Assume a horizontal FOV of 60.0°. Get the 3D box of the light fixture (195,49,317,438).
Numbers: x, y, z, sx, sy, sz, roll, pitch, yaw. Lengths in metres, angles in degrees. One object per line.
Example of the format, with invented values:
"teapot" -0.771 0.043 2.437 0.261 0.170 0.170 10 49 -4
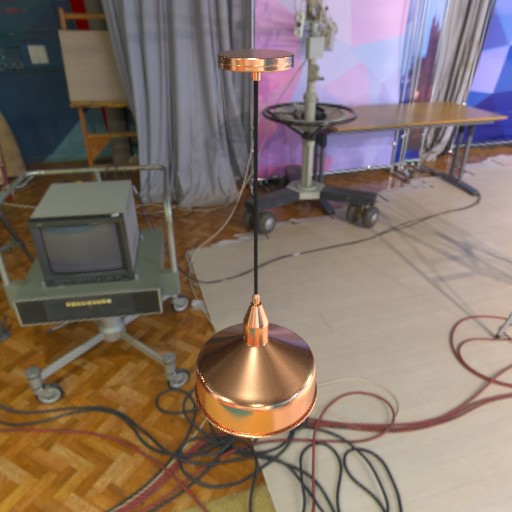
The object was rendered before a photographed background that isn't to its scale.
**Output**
"light fixture" 0.000 0.000 0.900 0.301 0.754 0.301 19 36 28
